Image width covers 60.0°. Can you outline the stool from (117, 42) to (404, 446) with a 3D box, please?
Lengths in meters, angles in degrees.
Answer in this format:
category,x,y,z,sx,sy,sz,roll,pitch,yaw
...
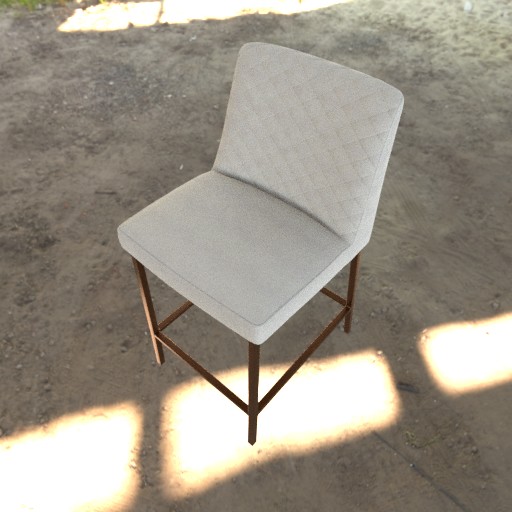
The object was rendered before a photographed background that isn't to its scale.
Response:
category,x,y,z,sx,sy,sz,roll,pitch,yaw
stool,0.000,0.000,1.284,0.507,0.973,0.576,32,54,27
